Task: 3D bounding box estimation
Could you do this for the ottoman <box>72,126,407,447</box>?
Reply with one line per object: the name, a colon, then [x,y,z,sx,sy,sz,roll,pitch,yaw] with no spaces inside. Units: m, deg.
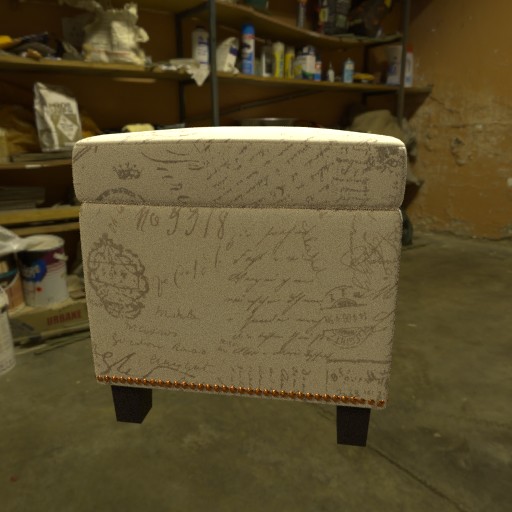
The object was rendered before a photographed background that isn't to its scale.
ottoman: [0.000,0.000,0.818,0.449,0.457,0.450,2,15,9]
